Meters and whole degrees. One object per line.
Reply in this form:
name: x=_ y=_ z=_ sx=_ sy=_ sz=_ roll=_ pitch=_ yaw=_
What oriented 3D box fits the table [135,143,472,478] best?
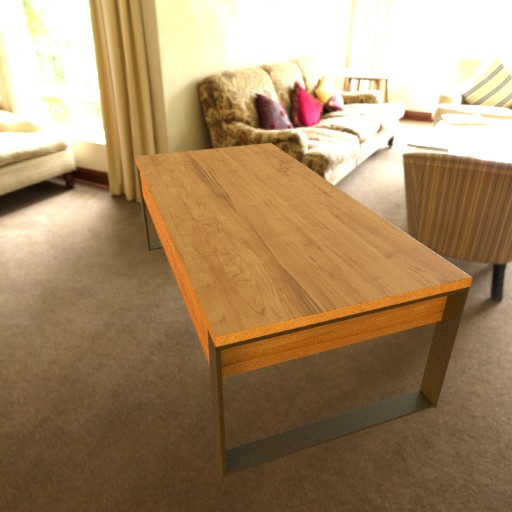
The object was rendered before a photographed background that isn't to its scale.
table: x=0.000 y=0.000 z=1.459 sx=0.590 sy=0.400 sz=1.180 roll=-10 pitch=31 yaw=-18
